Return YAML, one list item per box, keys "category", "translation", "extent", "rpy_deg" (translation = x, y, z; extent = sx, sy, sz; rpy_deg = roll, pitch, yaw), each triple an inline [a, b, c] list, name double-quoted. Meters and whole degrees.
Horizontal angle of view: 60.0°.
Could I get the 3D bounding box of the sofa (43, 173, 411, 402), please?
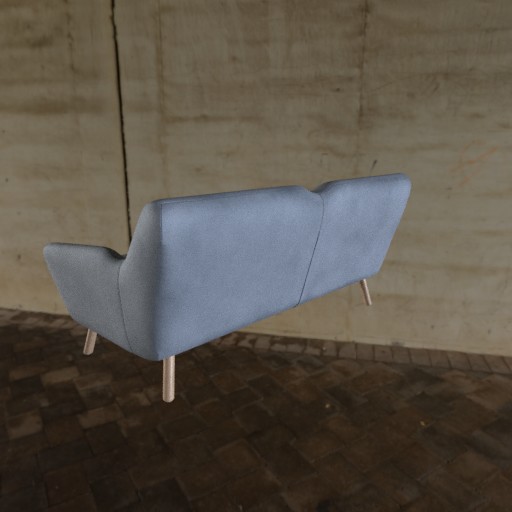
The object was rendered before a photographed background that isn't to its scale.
- category: "sofa"
  translation: [0.000, 0.000, 2.314]
  extent: [1.870, 0.810, 0.850]
  rpy_deg: [-14, 21, -43]
